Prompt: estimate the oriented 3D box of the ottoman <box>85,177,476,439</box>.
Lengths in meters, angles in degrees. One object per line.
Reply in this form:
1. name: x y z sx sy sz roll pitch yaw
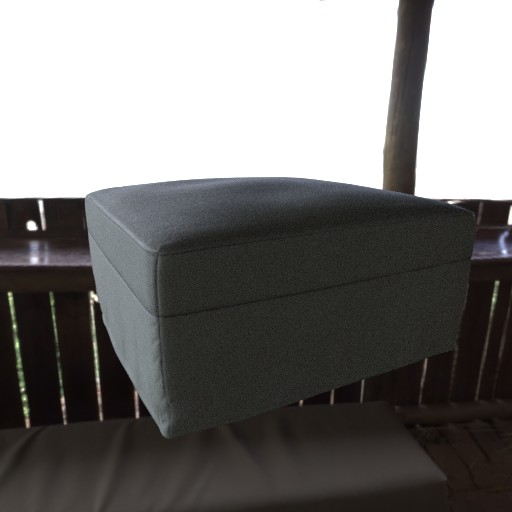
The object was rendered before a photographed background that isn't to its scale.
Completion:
1. ottoman: 0.000 0.000 1.301 0.842 0.441 0.843 -8 18 -27
